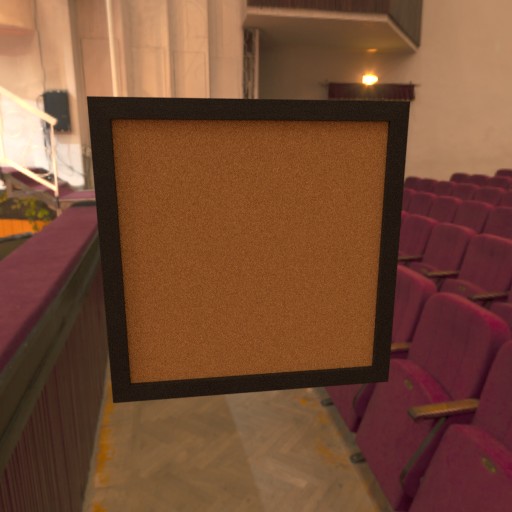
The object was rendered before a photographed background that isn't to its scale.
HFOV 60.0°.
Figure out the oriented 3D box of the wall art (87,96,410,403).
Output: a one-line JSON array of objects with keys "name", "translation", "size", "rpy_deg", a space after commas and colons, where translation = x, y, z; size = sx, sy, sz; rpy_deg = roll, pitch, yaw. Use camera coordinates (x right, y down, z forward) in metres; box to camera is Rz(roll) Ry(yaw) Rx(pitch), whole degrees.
[{"name": "wall art", "translation": [0.000, 0.000, 1.518], "size": [1.016, 1.016, 0.038], "rpy_deg": [-2, 14, -8]}]
